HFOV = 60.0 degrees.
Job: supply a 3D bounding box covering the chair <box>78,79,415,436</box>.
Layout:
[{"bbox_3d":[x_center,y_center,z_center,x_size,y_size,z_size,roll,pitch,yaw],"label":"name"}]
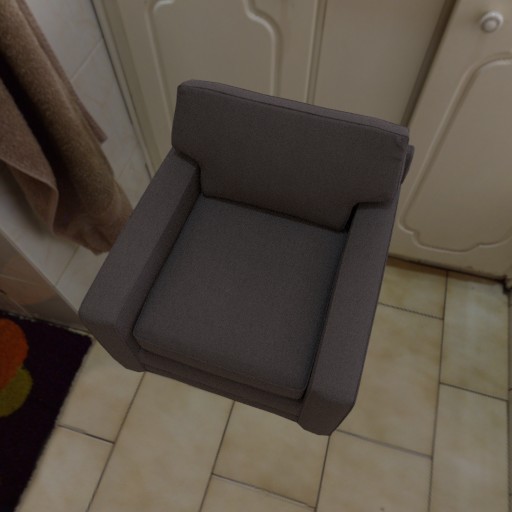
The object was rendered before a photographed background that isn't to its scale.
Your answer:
[{"bbox_3d":[0.000,0.000,1.823,0.997,0.913,1.043,16,61,9],"label":"chair"}]
